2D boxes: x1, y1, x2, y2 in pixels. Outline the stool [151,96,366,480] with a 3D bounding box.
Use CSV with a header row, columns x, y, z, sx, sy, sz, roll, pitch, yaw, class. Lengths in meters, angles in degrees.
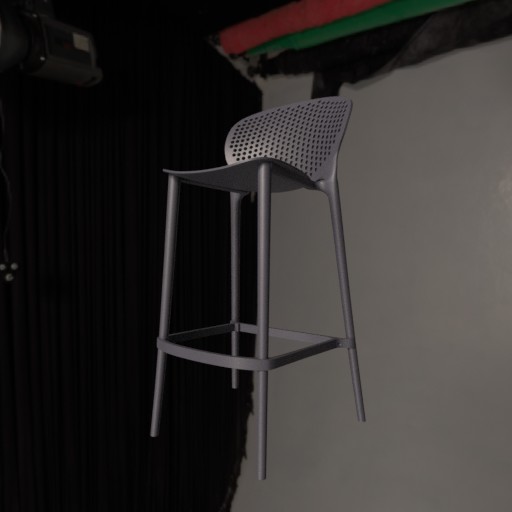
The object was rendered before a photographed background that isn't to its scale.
x,y,z,sx,sy,sz,roll,pitch,yaw,class
0.000,0.000,1.348,0.536,1.045,0.535,2,4,36,stool
